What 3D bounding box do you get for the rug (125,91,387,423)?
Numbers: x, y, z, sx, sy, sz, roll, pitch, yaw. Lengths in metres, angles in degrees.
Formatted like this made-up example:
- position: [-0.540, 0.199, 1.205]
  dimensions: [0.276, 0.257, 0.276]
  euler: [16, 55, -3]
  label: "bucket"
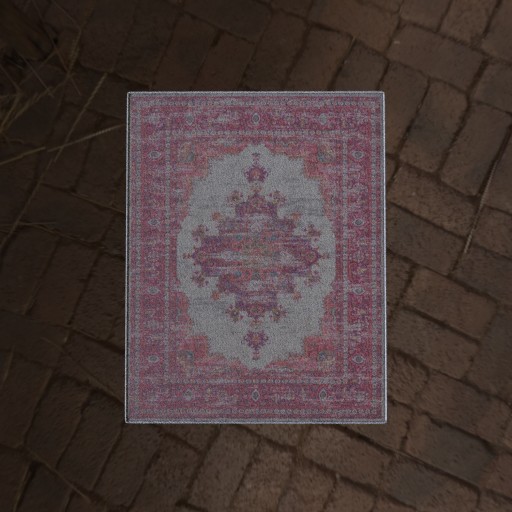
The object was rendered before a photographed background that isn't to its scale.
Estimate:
- position: [0.000, 0.000, 4.171]
  dimensions: [2.447, 0.017, 3.123]
  euler: [0, 89, 0]
  label: "rug"
